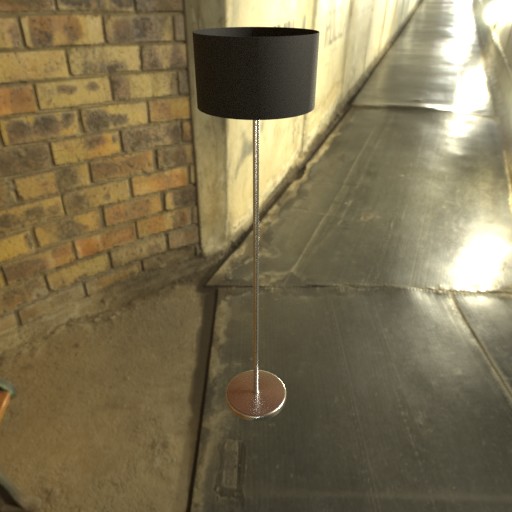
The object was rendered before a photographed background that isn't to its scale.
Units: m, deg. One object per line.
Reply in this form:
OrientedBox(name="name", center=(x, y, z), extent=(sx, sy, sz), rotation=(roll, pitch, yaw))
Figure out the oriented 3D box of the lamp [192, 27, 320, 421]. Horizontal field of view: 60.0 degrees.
OrientedBox(name="lamp", center=(0.000, 0.000, 1.592), extent=(0.348, 1.443, 0.348), rotation=(-22, 37, -32))
